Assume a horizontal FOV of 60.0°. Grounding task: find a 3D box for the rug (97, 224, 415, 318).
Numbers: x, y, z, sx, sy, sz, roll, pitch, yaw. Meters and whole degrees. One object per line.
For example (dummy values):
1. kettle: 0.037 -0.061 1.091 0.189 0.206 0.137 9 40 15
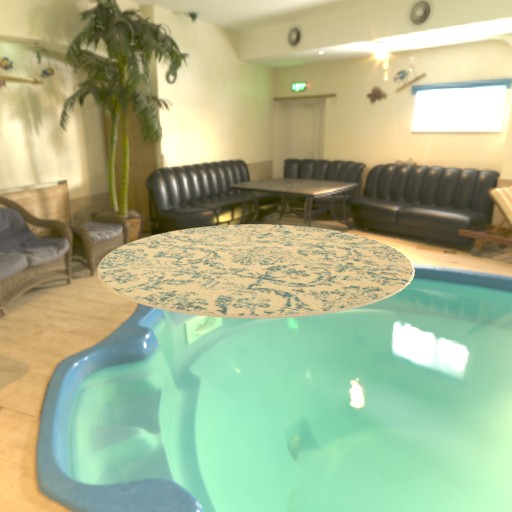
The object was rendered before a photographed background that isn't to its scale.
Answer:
1. rug: 0.000 0.000 2.351 1.593 0.012 1.593 0 16 0
